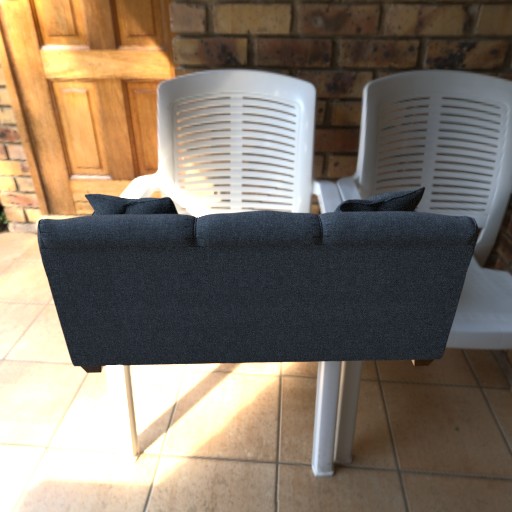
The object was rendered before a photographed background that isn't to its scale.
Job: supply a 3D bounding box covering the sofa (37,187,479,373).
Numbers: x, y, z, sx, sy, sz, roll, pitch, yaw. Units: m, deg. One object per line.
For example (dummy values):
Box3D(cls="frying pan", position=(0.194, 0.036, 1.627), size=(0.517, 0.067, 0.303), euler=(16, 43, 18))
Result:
Box3D(cls="sofa", position=(0.000, 0.000, 2.607), size=(2.024, 0.958, 0.997), euler=(-1, 31, -1))
